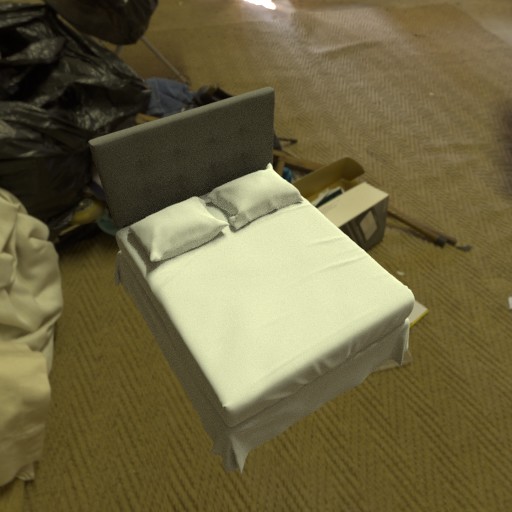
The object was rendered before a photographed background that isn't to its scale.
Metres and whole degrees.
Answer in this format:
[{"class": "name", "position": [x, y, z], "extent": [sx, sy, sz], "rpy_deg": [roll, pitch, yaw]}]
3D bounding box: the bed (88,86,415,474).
[{"class": "bed", "position": [0.000, 0.000, 3.521], "extent": [1.936, 1.577, 2.222], "rpy_deg": [-25, 51, -22]}]
